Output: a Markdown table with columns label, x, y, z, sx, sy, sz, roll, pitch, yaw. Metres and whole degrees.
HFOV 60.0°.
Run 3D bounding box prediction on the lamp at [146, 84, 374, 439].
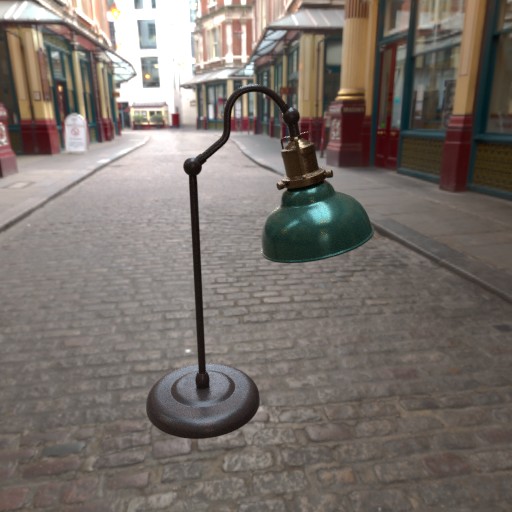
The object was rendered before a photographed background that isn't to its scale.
| label | x | y | z | sx | sy | sz | roll | pitch | yaw |
| --- | --- | --- | --- | --- | --- | --- | --- | --- | --- |
| lamp | 0.000 | 0.000 | 0.701 | 0.374 | 0.508 | 0.192 | -3 | 17 | -10 |
